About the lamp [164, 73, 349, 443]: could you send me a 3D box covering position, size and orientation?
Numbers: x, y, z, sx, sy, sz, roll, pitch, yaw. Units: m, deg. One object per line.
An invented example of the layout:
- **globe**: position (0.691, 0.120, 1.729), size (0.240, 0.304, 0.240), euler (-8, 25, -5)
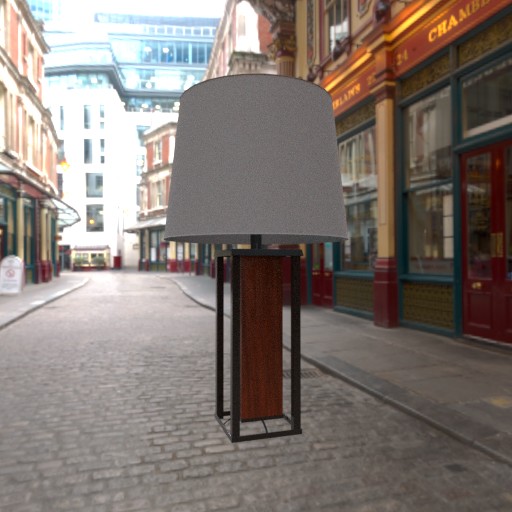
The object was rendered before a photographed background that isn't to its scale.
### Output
- **lamp**: position (0.000, 0.000, 0.780), size (0.320, 0.591, 0.320), euler (0, -1, 0)
